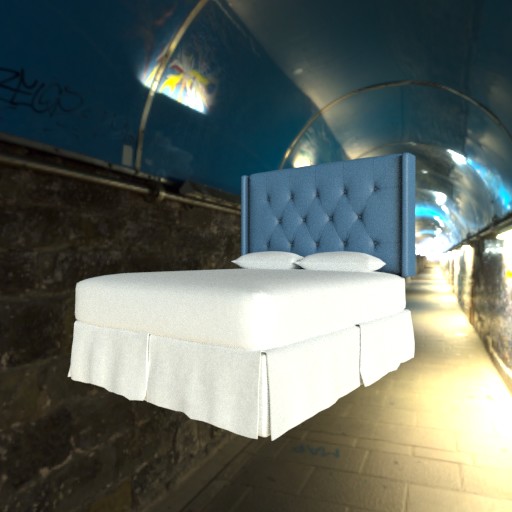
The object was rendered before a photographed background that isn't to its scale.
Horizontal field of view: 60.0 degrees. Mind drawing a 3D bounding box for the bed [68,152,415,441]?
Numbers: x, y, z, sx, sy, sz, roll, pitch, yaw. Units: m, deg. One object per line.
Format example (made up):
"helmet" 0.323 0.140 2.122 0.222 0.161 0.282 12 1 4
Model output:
"bed" 0.000 0.000 3.281 1.719 1.665 2.078 0 0 37
